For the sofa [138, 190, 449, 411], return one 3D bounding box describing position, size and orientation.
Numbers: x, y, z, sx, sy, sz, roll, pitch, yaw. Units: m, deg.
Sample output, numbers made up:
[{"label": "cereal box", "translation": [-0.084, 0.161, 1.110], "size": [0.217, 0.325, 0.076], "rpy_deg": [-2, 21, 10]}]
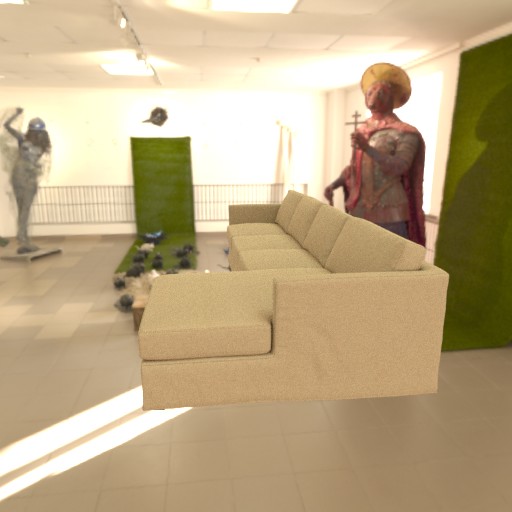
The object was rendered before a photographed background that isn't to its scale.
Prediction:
[{"label": "sofa", "translation": [0.000, 0.000, 3.772], "size": [1.622, 0.867, 3.177], "rpy_deg": [-2, 14, -8]}]
